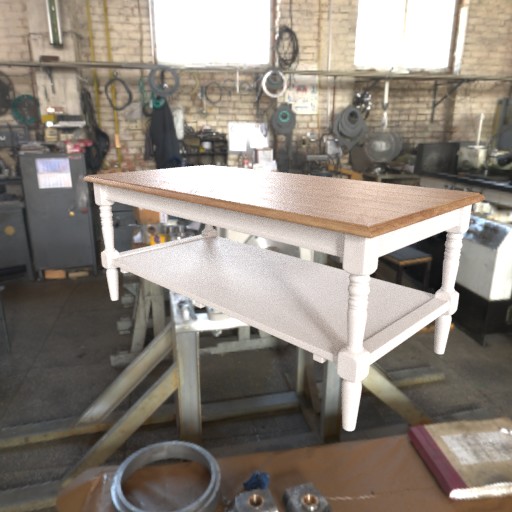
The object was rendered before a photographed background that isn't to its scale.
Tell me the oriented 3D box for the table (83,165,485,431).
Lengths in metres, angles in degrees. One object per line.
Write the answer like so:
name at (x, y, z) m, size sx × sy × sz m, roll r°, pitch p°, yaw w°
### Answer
table at (0.000, 0.000, 1.397) m, size 1.118 × 0.458 × 0.559 m, roll 16°, pitch 23°, yaw 42°
